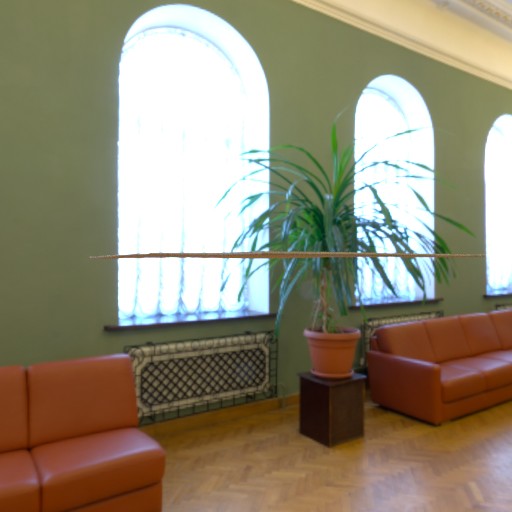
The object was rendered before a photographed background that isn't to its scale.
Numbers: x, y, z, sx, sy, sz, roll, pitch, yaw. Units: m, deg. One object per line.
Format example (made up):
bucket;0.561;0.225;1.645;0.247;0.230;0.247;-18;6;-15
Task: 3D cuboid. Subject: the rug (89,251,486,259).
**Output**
rug;0.000;0.000;3.045;1.609;0.030;2.342;0;-1;-35
